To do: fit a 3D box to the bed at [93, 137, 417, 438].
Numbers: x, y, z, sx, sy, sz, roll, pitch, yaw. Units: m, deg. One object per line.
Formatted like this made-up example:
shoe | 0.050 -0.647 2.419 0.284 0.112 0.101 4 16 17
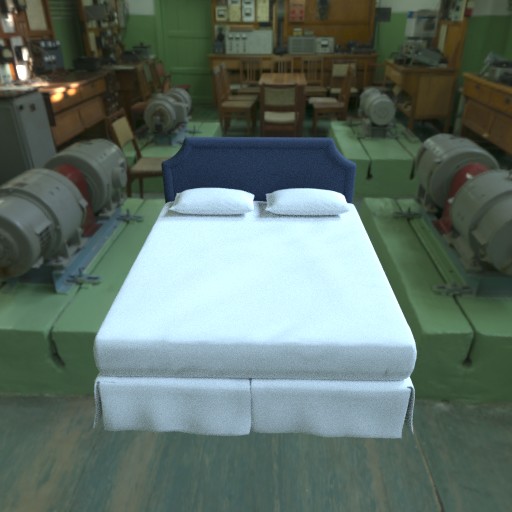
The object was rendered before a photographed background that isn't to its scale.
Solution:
bed | 0.000 0.000 4.056 2.350 1.488 2.773 1 29 1
